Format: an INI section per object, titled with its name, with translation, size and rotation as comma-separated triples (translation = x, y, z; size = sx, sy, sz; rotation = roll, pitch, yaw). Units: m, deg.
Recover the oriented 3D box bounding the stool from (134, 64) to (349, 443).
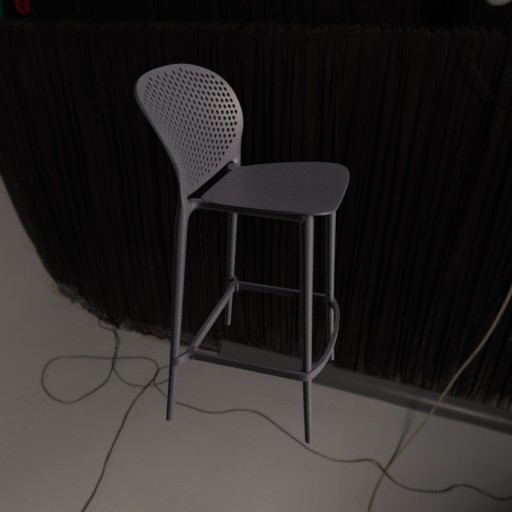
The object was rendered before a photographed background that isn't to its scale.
[stool]
translation = 0.000, 0.000, 1.348
size = 0.535, 1.045, 0.536
rotation = 10, 32, 16
